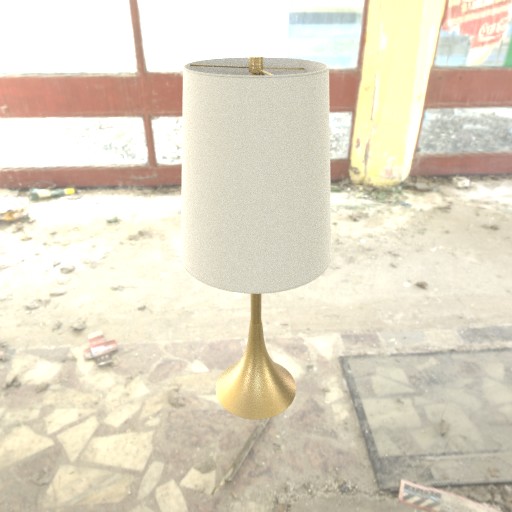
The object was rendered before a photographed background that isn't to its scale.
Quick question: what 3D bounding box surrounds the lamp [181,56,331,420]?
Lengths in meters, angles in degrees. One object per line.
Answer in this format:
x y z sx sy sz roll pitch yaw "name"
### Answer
0.000 0.000 0.690 0.231 0.569 0.231 0 30 0 "lamp"
